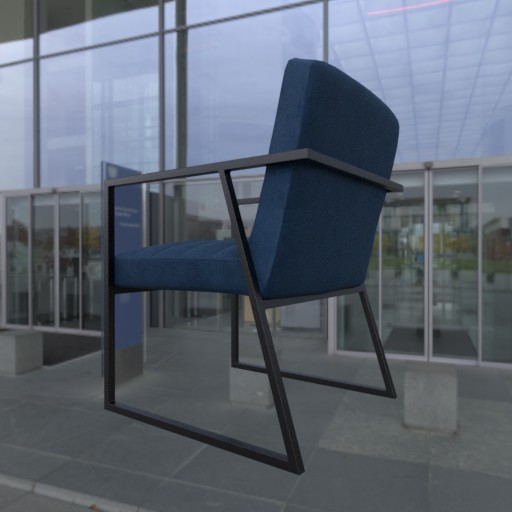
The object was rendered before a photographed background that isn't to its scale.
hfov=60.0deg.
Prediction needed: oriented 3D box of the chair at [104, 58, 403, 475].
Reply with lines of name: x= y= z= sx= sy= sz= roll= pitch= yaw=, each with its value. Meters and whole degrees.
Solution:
chair: x=0.000 y=0.000 z=1.255 sx=0.677 sy=0.833 sz=0.571 roll=0 pitch=1 yaw=36
